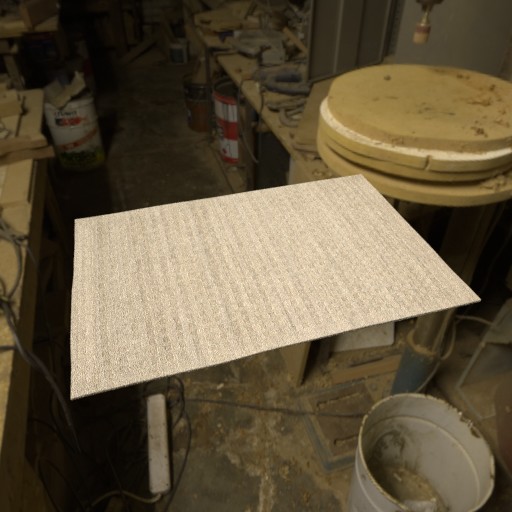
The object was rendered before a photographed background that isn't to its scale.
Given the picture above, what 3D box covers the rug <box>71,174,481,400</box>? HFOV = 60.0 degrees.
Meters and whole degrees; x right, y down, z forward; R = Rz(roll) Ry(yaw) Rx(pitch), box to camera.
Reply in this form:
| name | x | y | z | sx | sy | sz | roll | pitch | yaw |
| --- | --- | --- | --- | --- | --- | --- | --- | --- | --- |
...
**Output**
| name | x | y | z | sx | sy | sz | roll | pitch | yaw |
| --- | --- | --- | --- | --- | --- | --- | --- | --- | --- |
| rug | 0.000 | 0.000 | 2.905 | 2.297 | 0.018 | 1.532 | -11 | 41 | -13 |
